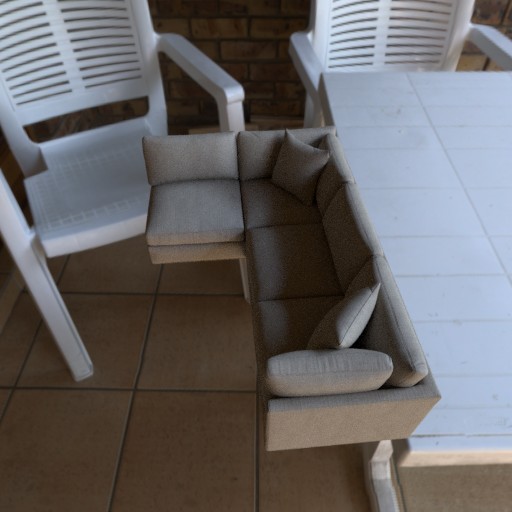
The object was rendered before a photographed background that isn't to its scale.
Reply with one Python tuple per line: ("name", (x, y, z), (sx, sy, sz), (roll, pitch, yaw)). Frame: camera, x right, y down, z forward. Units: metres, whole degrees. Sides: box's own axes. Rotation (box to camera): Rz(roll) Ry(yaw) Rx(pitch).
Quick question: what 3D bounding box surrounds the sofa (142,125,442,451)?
("sofa", (0.000, 0.000, 3.724), (1.994, 0.978, 2.896), (-4, 47, -4))
